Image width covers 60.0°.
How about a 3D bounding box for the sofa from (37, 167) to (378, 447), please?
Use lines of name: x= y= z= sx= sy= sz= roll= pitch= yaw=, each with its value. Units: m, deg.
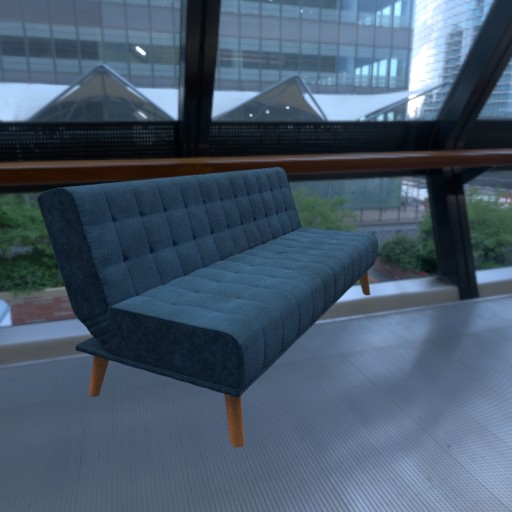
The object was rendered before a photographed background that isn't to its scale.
sofa: x=0.000 y=0.000 z=2.273 sx=0.855 sy=0.813 sz=1.804 roll=7 pitch=16 yaw=27
